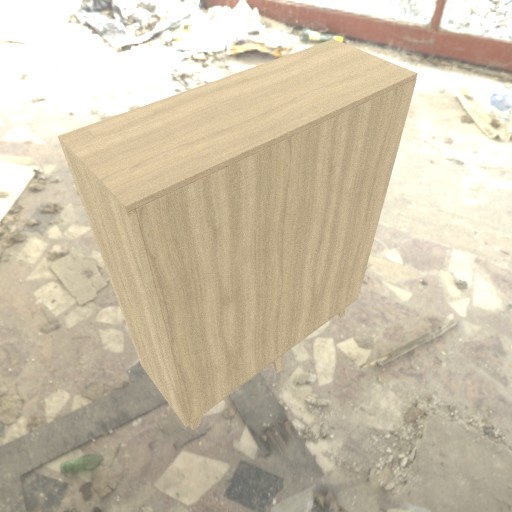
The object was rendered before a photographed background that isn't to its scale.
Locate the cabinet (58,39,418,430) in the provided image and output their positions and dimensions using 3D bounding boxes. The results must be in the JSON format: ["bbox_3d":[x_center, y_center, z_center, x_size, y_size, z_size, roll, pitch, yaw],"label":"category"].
[{"bbox_3d":[0.000,0.000,1.877,1.111,1.388,0.398,-31,54,-26],"label":"cabinet"}]
